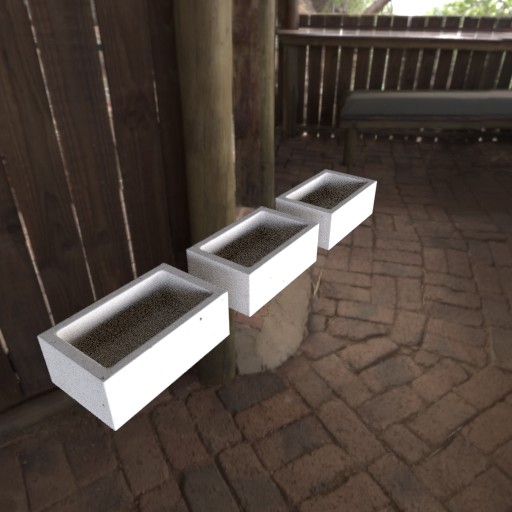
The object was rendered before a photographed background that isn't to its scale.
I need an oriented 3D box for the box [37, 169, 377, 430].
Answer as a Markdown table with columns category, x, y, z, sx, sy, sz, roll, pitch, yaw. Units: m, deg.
| category | x | y | z | sx | sy | sz | roll | pitch | yaw |
| --- | --- | --- | --- | --- | --- | --- | --- | --- | --- |
| box | 0.000 | 0.000 | 0.493 | 0.082 | 0.051 | 0.461 | 21 | 37 | 30 |
